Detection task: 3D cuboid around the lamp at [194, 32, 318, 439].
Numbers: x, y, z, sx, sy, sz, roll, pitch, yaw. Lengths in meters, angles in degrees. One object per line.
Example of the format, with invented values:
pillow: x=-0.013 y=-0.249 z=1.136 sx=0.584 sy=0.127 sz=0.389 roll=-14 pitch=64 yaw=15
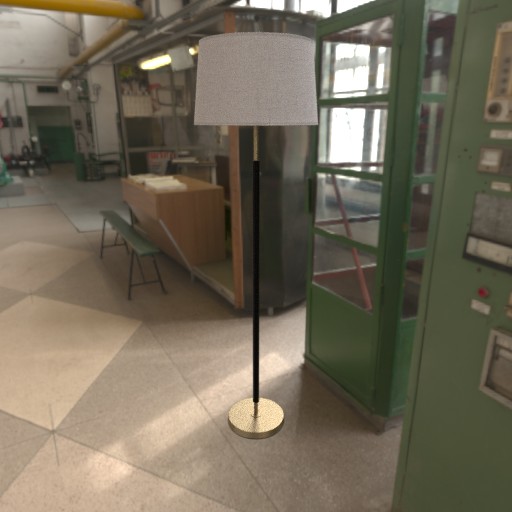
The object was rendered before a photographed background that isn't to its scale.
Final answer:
lamp: x=0.000 y=0.000 z=1.651 sx=0.420 sy=1.447 sz=0.420 roll=0 pitch=17 yaw=0
